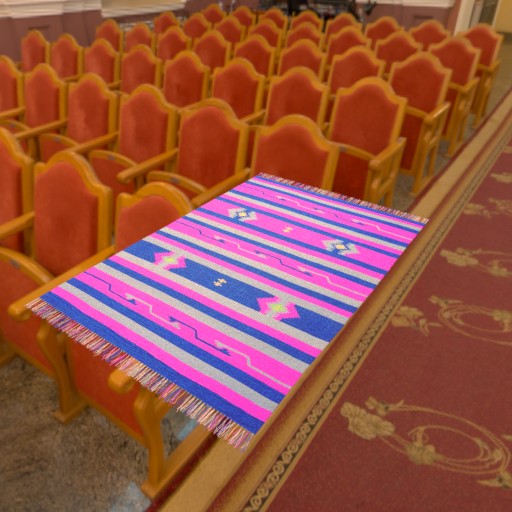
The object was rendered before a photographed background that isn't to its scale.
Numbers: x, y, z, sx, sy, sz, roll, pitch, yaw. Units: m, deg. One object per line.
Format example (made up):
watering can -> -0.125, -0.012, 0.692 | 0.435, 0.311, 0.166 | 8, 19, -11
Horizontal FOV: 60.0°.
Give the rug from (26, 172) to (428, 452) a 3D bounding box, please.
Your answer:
rug -> 0.000, 0.000, 2.892 | 1.539, 0.013, 2.350 | 22, 39, 29
